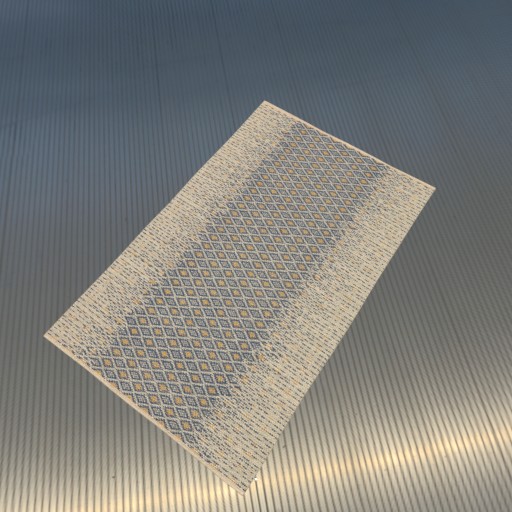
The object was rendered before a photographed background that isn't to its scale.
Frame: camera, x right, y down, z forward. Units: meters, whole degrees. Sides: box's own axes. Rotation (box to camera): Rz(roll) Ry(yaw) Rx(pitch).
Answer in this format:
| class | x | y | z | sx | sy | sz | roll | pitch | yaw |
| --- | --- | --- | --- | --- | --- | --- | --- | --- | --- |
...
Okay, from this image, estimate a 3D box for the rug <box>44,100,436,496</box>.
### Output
| class | x | y | z | sx | sy | sz | roll | pitch | yaw |
| --- | --- | --- | --- | --- | --- | --- | --- | --- | --- |
| rug | 0.000 | 0.000 | 3.028 | 1.541 | 0.008 | 2.448 | 32 | 68 | 15 |
